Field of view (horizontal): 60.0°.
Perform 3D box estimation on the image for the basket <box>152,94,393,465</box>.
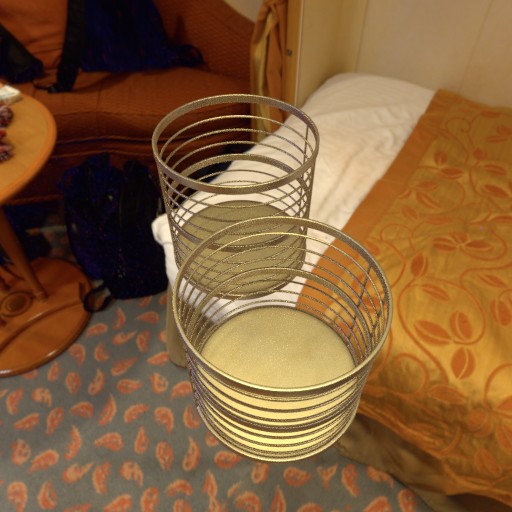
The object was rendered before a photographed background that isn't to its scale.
[{"bbox_3d":[0.000,0.000,0.946,0.356,0.351,0.746,-9,48,-8],"label":"basket"}]
